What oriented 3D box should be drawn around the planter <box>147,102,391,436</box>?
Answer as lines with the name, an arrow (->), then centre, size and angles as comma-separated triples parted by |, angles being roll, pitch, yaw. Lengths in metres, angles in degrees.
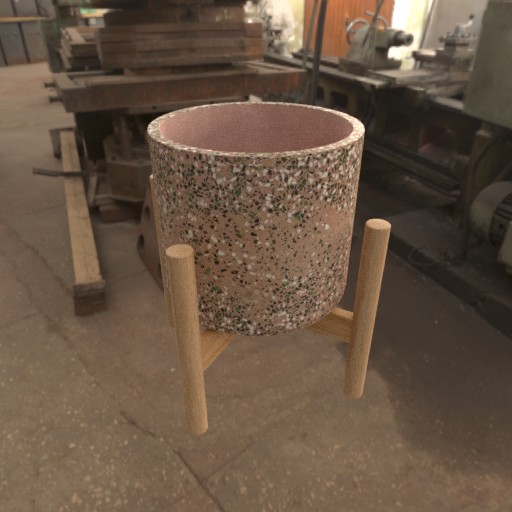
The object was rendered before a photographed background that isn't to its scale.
planter -> 0.000, 0.000, 0.543 | 0.284, 0.320, 0.284 | -22, 37, -32
